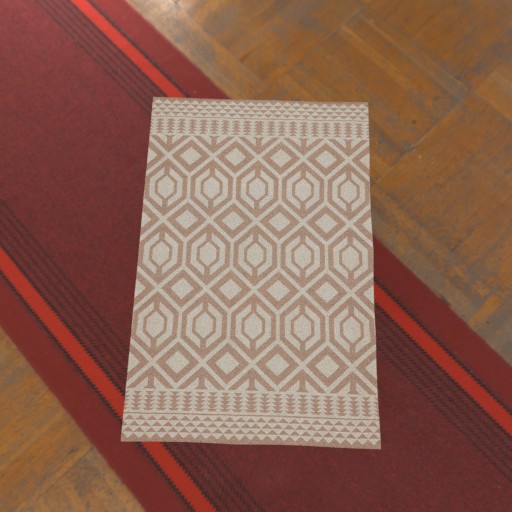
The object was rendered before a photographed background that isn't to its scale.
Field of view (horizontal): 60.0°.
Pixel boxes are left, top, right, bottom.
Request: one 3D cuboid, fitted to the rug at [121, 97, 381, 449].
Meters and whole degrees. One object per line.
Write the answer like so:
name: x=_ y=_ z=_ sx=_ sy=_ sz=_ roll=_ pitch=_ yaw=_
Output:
rug: x=0.000 y=0.000 z=2.298 sx=1.219 sy=0.008 sz=1.829 roll=2 pitch=76 yaw=0
